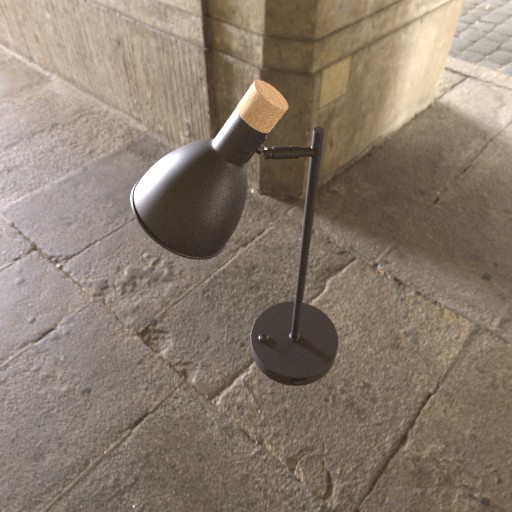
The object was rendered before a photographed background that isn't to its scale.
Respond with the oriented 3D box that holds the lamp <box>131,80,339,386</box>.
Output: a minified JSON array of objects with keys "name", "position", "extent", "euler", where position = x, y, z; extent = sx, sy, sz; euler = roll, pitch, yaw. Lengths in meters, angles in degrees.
[{"name":"lamp","position":[0.000,0.000,0.597],"extent":[0.287,0.483,0.152],"euler":[-3,48,-3]}]
